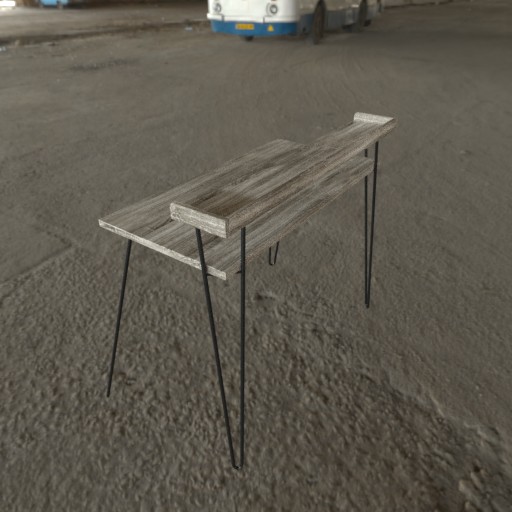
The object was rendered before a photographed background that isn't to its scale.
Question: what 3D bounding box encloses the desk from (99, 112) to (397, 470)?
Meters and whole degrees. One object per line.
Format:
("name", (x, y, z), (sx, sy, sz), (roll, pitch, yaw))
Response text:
("desk", (0.000, 0.000, 1.680), (0.605, 0.899, 1.135), (21, 38, 30))
